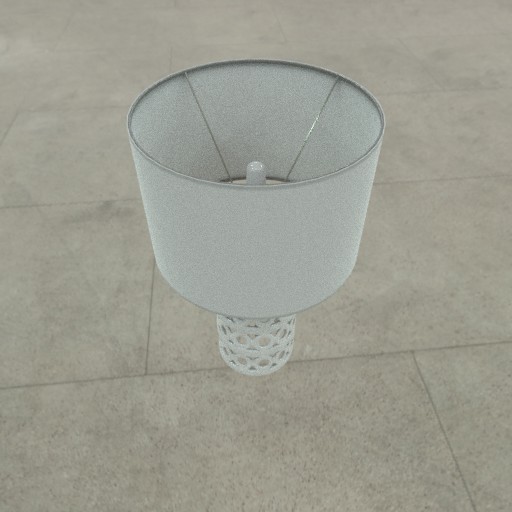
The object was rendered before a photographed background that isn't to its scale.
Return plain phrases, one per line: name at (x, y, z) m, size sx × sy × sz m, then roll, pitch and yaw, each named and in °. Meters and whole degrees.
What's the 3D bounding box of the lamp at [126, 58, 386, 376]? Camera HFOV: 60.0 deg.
lamp at (0.000, 0.000, 0.712) m, size 0.310 × 0.502 × 0.310 m, roll 0°, pitch 46°, yaw 0°
